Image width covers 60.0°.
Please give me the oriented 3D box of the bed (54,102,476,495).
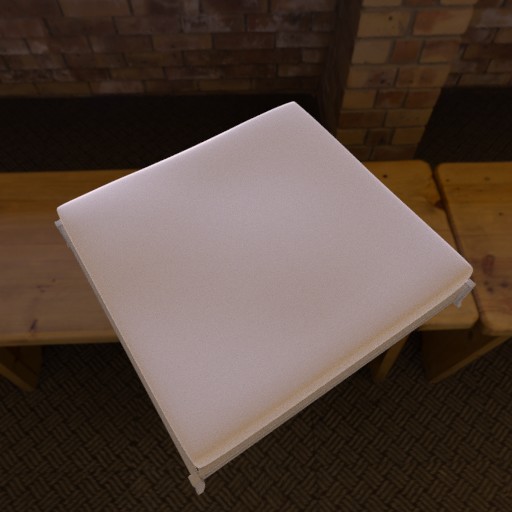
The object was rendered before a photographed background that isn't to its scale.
[{"bbox_3d":[0.000,0.000,3.014,2.108,0.510,2.007,-29,63,-17],"label":"bed"}]
